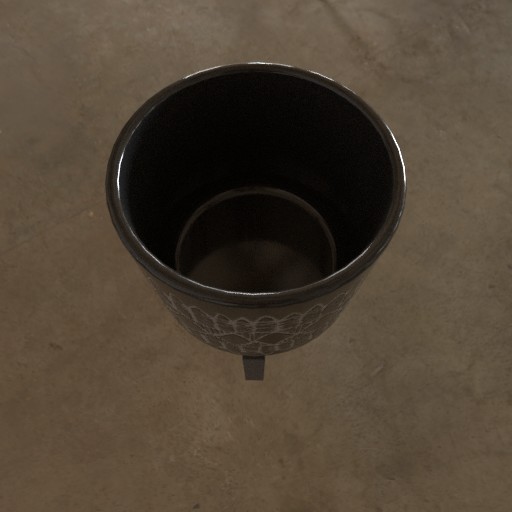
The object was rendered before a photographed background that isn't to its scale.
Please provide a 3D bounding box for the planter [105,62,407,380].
[{"bbox_3d":[0.000,0.000,0.406,0.196,0.264,0.196,1,63,1],"label":"planter"}]
